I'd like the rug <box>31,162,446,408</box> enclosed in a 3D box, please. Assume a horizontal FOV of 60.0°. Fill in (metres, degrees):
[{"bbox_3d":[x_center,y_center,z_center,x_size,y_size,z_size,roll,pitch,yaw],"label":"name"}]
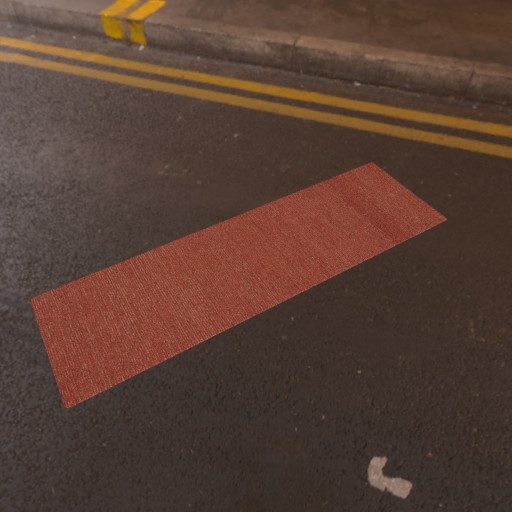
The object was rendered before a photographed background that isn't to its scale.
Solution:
[{"bbox_3d":[0.000,0.000,2.490,2.307,0.012,0.687,-24,52,-20],"label":"rug"}]
